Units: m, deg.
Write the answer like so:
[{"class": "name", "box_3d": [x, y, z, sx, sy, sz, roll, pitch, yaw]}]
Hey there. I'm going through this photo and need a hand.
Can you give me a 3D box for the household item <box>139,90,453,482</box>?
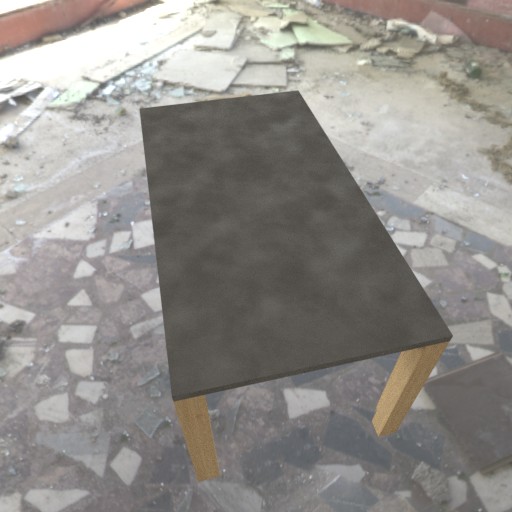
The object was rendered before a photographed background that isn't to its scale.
[{"class": "household item", "box_3d": [0.000, 0.000, 2.083, 0.850, 0.755, 1.600, -10, 48, -9]}]
